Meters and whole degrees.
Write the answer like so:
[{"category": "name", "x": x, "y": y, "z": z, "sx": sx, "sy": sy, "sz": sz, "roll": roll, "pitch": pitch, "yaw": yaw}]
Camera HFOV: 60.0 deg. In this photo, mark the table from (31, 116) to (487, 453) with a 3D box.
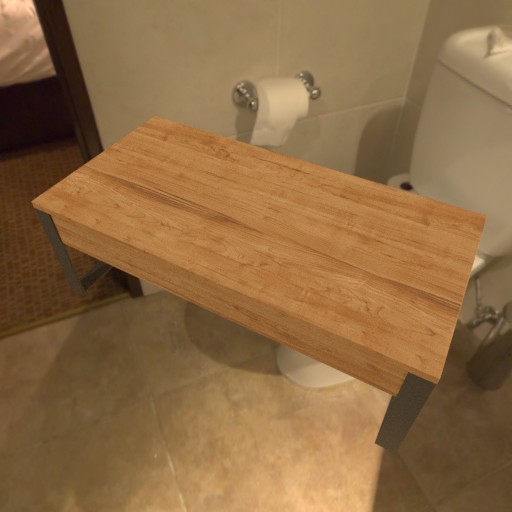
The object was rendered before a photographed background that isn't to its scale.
[{"category": "table", "x": 0.000, "y": 0.000, "z": 1.422, "sx": 1.180, "sy": 0.400, "sz": 0.590, "roll": 22, "pitch": 49, "yaw": 20}]
